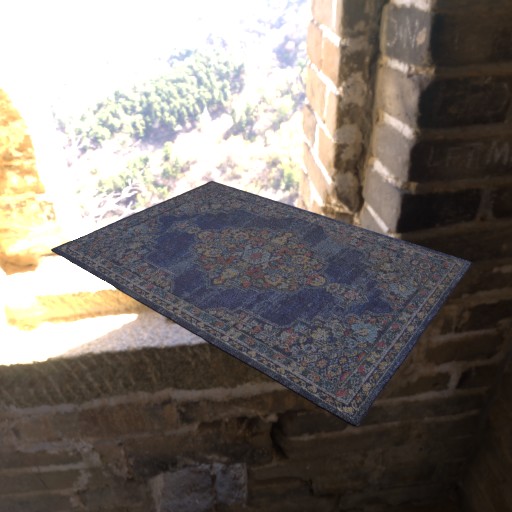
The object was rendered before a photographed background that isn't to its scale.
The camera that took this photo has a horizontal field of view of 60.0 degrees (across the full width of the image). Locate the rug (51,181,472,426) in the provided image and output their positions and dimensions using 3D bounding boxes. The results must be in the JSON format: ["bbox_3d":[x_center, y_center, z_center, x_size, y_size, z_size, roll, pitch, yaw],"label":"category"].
[{"bbox_3d":[0.000,0.000,3.740,2.940,0.011,2.053,22,38,32],"label":"rug"}]
